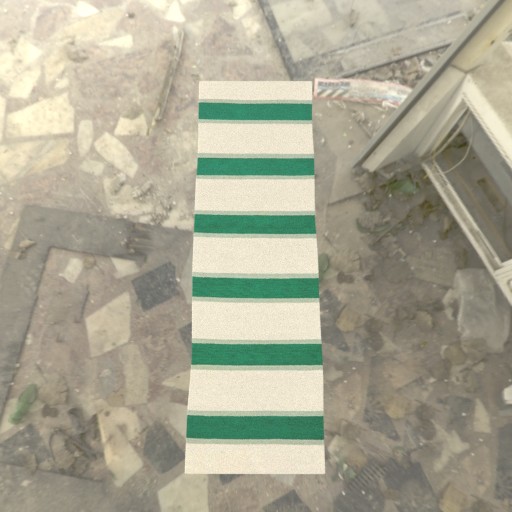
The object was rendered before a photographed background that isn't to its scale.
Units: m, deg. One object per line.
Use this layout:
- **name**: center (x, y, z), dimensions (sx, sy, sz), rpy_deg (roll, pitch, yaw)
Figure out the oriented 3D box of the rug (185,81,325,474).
- **rug**: center (0.000, 0.000, 2.704), dimensions (0.768, 0.012, 2.438), rpy_deg (0, 76, 0)
